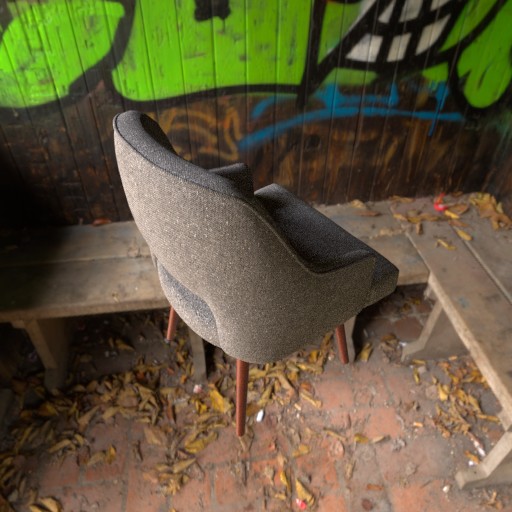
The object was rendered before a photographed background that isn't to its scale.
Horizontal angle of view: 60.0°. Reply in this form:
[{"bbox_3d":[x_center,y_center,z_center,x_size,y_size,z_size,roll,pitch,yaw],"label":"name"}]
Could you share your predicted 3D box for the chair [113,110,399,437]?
[{"bbox_3d":[0.000,0.000,1.290,0.629,0.875,0.608,-26,47,-26],"label":"chair"}]
